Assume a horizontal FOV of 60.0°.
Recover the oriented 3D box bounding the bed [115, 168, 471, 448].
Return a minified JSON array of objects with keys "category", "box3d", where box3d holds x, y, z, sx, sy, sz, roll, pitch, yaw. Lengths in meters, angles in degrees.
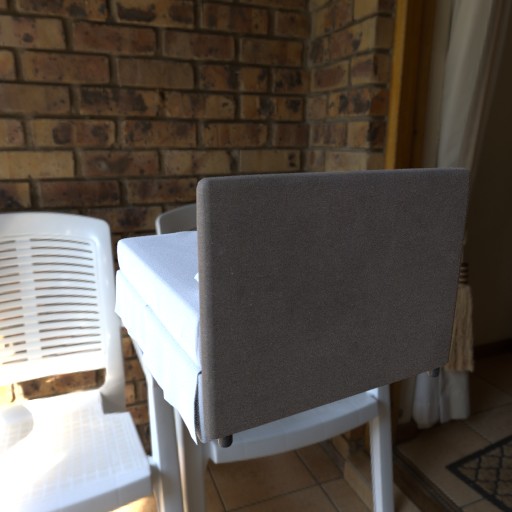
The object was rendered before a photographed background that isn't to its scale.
[{"category":"bed","box3d":[0.000,0.000,3.221,1.723,1.330,2.142,-7,16,-27]}]
